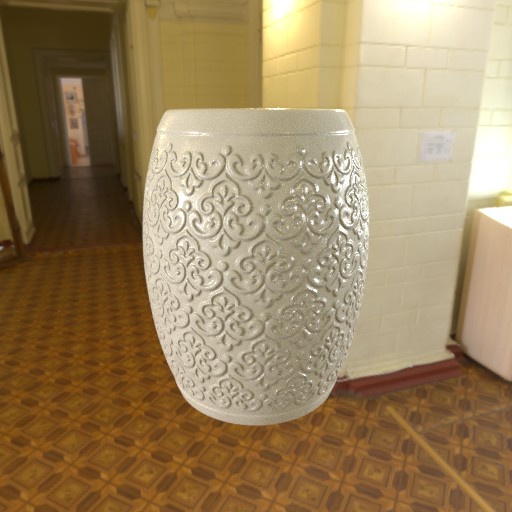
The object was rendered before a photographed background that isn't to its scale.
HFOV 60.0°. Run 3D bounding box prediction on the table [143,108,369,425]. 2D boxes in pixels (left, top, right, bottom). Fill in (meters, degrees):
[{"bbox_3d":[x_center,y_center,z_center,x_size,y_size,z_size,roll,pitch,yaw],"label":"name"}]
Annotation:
[{"bbox_3d":[0.000,0.000,0.631,0.309,0.397,0.309,0,18,0],"label":"table"}]
